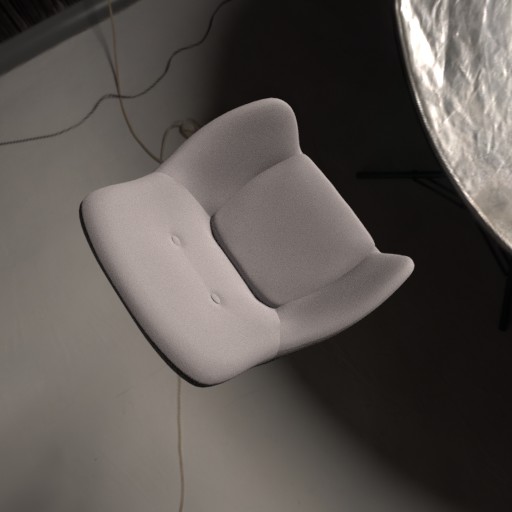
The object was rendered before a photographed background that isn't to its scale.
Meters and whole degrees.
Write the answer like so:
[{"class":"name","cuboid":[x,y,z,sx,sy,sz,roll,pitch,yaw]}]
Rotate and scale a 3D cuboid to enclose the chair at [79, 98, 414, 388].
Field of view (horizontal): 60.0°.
[{"class":"chair","cuboid":[0.000,0.000,1.208,0.590,0.830,0.570,-34,79,-7]}]
